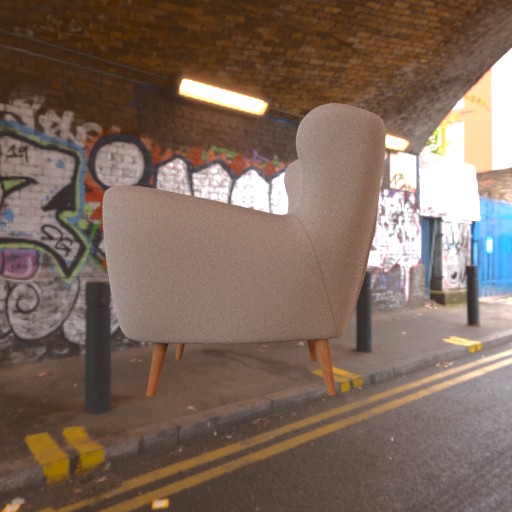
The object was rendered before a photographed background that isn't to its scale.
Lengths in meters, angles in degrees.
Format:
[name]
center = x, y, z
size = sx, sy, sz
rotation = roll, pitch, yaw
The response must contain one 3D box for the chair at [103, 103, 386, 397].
[chair]
center = 0.000, 0.000, 1.652
size = 0.889, 0.889, 0.890
rotation = 0, 0, 0
